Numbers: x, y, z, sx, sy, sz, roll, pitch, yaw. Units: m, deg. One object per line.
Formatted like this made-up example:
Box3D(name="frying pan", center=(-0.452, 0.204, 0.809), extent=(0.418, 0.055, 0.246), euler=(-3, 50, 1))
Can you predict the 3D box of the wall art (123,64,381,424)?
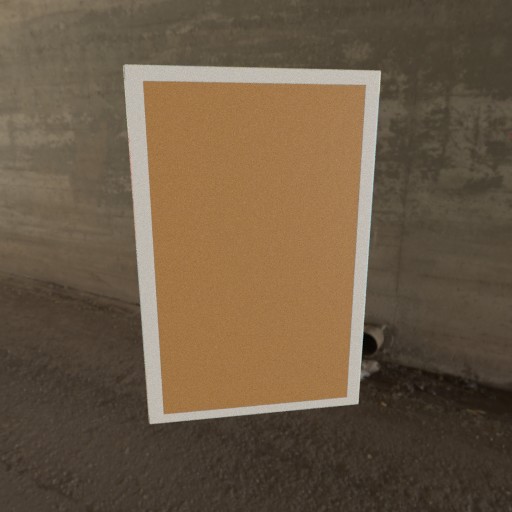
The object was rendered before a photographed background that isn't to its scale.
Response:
Box3D(name="wall art", center=(0.000, 0.000, 0.777), extent=(0.401, 0.610, 0.038), euler=(-2, 15, -9))
